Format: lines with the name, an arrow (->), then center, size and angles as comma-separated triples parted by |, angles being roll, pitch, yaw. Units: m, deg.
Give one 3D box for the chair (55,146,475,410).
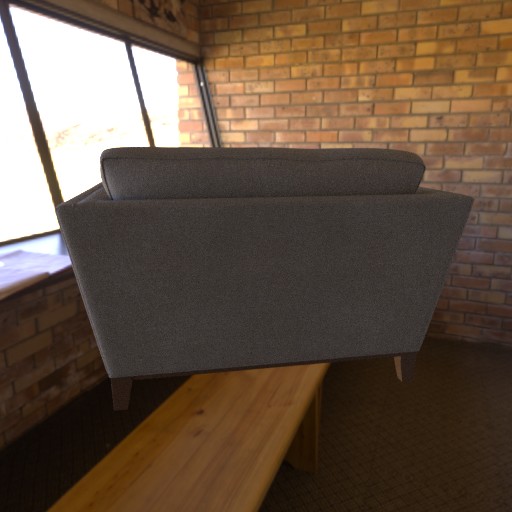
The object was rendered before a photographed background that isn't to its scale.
chair -> 0.000, 0.000, 1.963 | 1.396, 0.942, 0.965 | -3, 14, -10
